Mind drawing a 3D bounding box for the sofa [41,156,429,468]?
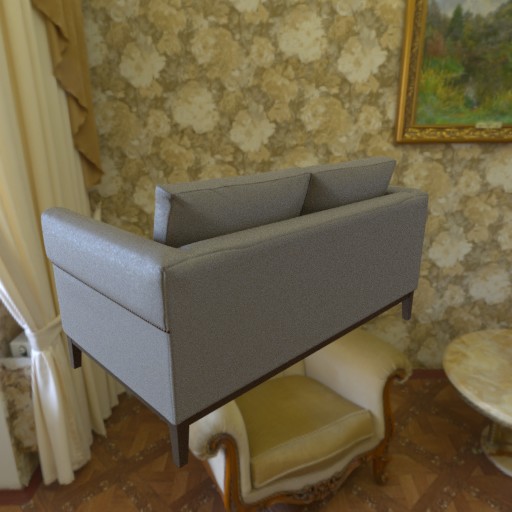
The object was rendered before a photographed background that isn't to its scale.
[{"bbox_3d":[0.000,0.000,2.078,1.598,0.873,0.899,-17,25,-42],"label":"sofa"}]
